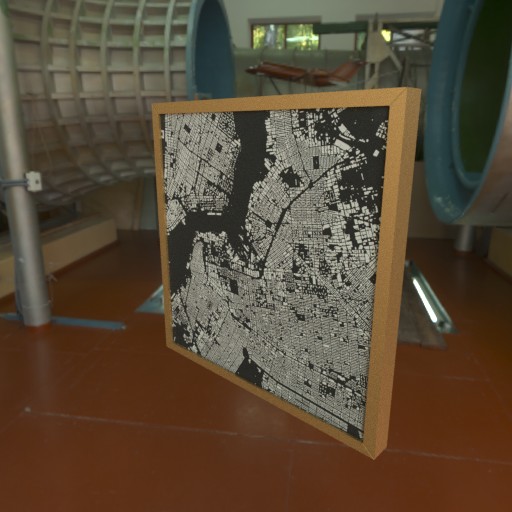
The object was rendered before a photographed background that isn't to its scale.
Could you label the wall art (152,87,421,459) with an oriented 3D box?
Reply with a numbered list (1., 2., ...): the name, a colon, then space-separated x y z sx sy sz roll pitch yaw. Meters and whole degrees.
1. wall art: 0.000 0.000 1.907 1.284 1.284 0.095 15 22 41
